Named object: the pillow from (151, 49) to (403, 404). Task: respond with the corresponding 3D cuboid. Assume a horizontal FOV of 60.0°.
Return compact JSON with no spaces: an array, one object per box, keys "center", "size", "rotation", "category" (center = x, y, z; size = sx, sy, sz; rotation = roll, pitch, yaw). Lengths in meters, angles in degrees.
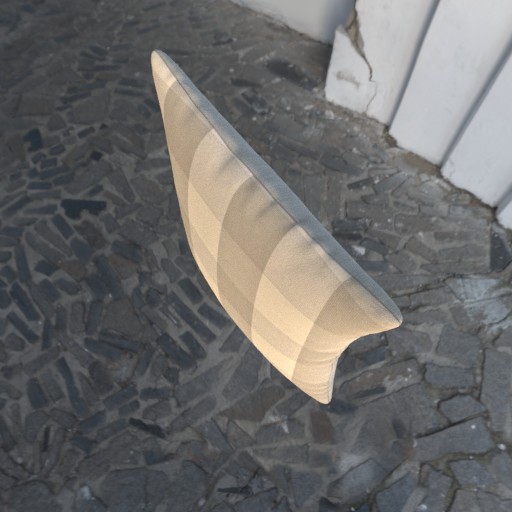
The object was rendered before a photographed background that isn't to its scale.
[{"center":[0.000,0.000,0.773],"size":[0.161,0.509,0.511],"rotation":[-32,67,-15],"category":"pillow"}]
